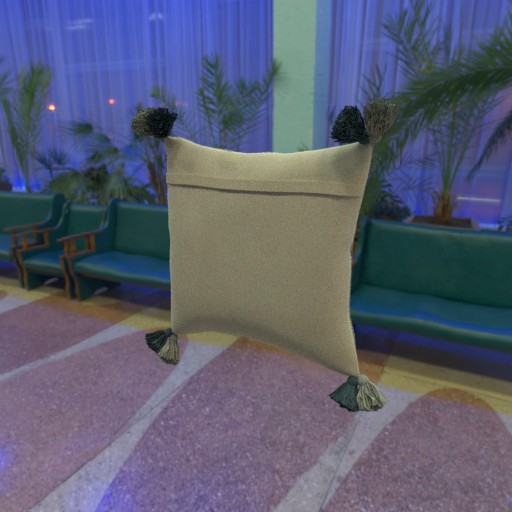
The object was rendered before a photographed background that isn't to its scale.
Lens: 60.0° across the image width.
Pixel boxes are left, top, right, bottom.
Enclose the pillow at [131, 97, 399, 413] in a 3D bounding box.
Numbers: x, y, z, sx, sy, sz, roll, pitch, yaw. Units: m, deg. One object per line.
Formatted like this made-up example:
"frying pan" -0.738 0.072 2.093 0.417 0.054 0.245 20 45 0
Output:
"pillow" 0.000 0.000 0.953 0.614 0.634 0.138 9 19 27
